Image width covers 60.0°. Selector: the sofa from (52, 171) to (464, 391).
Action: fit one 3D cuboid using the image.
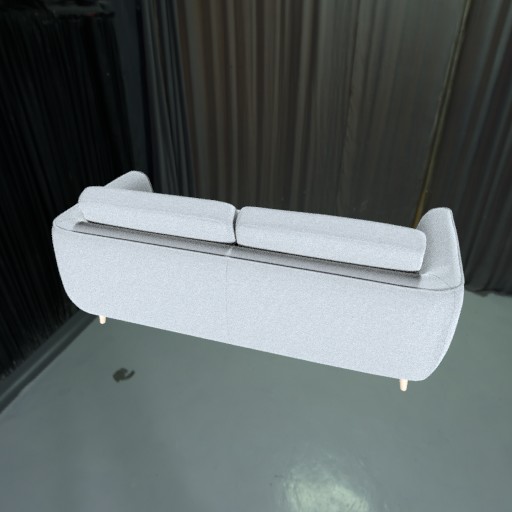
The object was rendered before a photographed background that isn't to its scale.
[{"bbox_3d":[0.000,0.000,2.406,2.000,0.850,0.920,9,33,15],"label":"sofa"}]
